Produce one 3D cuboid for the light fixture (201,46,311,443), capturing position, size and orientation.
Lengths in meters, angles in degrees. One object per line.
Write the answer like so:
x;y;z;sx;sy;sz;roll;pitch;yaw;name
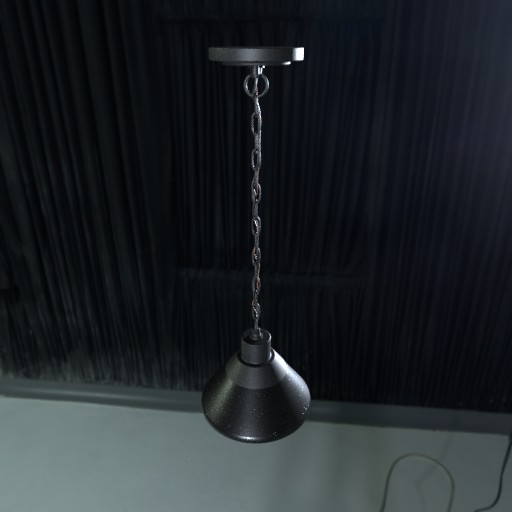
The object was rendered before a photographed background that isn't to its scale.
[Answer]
0.000;0.000;0.691;0.201;0.588;0.201;1;26;1;light fixture
